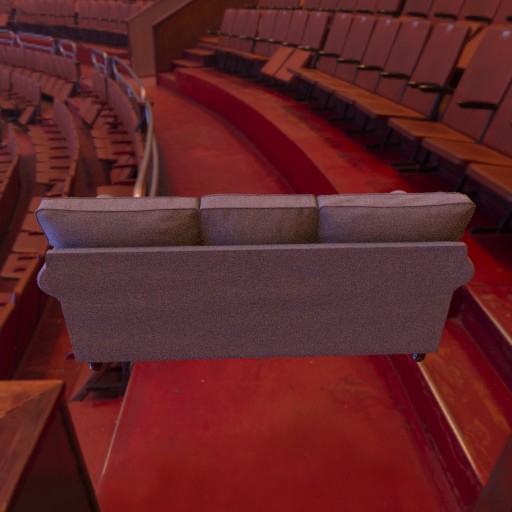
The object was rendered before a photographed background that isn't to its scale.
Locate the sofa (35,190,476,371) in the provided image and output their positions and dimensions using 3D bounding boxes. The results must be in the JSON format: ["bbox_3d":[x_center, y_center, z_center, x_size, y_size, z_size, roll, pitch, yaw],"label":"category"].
[{"bbox_3d":[0.000,0.000,2.541,2.084,0.961,0.916,-1,29,-2],"label":"sofa"}]
